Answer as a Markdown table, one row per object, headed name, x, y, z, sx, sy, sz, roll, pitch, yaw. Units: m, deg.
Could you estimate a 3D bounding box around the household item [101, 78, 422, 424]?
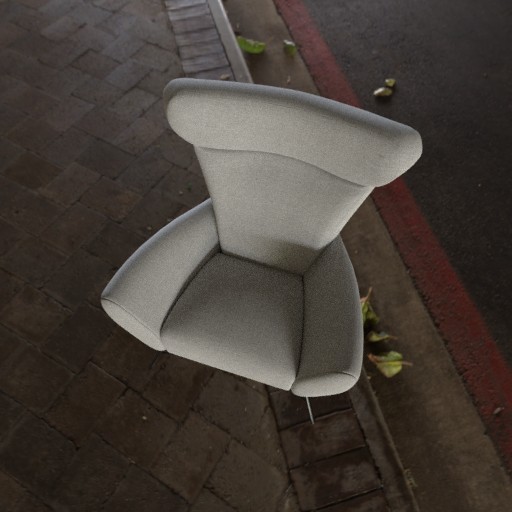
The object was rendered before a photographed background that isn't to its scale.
| name | x | y | z | sx | sy | sz | roll | pitch | yaw |
| --- | --- | --- | --- | --- | --- | --- | --- | --- | --- |
| household item | 0.000 | 0.000 | 1.798 | 0.980 | 1.050 | 0.900 | 15 | 60 | 9 |
